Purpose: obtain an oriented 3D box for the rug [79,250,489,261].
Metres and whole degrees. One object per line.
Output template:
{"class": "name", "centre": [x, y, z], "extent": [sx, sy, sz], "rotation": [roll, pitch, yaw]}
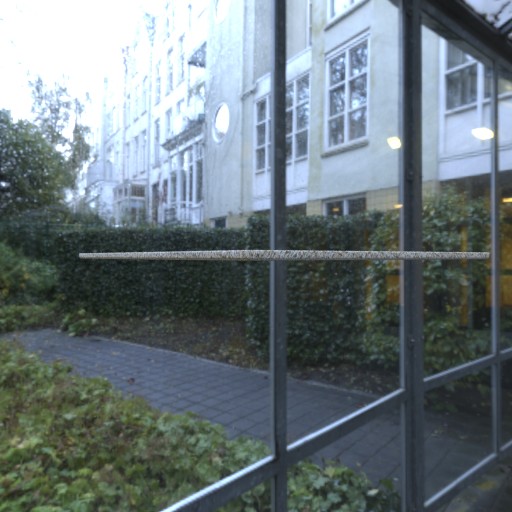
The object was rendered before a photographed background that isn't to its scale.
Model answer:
{"class": "rug", "centre": [0.000, 0.000, 2.083], "extent": [1.200, 0.027, 1.600], "rotation": [0, 0, -36]}
